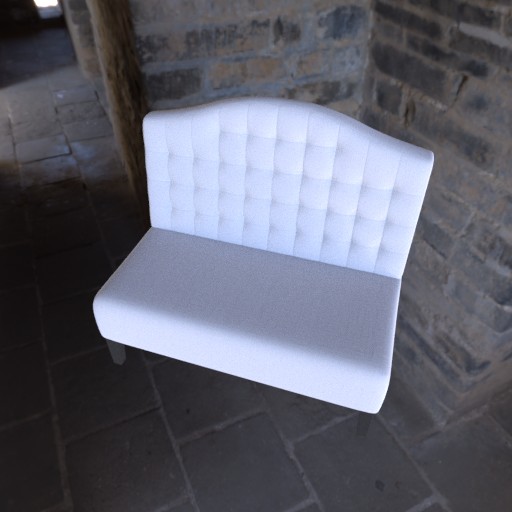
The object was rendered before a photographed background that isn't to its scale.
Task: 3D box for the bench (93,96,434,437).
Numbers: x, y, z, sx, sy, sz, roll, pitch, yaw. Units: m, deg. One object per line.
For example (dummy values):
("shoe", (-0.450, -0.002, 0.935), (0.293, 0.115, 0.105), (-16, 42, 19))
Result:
("bench", (0.000, 0.000, 2.031), (1.335, 1.180, 0.815), (12, 43, 13))
